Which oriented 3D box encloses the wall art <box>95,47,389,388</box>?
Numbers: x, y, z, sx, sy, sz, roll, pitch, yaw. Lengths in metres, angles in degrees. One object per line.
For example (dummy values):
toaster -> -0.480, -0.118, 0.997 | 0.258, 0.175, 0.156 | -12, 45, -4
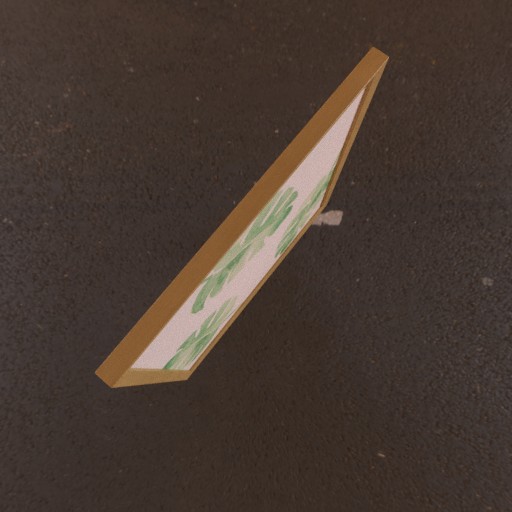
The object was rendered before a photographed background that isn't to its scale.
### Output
wall art -> 0.000, 0.000, 1.130 | 0.037, 0.763, 0.763 | 37, 78, 9
